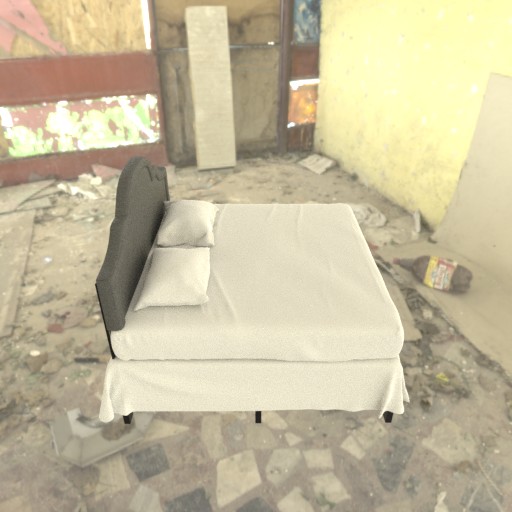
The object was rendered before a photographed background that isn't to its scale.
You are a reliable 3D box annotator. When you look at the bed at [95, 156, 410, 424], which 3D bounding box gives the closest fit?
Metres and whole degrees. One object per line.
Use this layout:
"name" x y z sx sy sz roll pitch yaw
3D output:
"bed" 0.000 0.000 3.723 2.222 1.631 2.303 0 32 0
